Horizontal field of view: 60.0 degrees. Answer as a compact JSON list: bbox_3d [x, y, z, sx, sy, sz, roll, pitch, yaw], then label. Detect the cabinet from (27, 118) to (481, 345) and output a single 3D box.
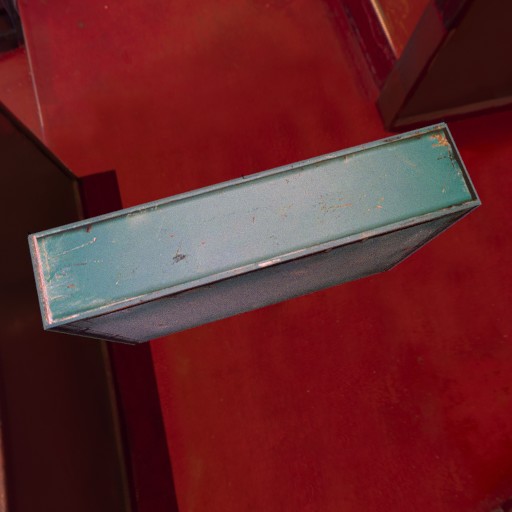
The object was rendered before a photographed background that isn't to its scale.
[{"bbox_3d":[0.000,0.000,4.041,3.001,2.160,0.680,-16,77,-4],"label":"cabinet"}]
